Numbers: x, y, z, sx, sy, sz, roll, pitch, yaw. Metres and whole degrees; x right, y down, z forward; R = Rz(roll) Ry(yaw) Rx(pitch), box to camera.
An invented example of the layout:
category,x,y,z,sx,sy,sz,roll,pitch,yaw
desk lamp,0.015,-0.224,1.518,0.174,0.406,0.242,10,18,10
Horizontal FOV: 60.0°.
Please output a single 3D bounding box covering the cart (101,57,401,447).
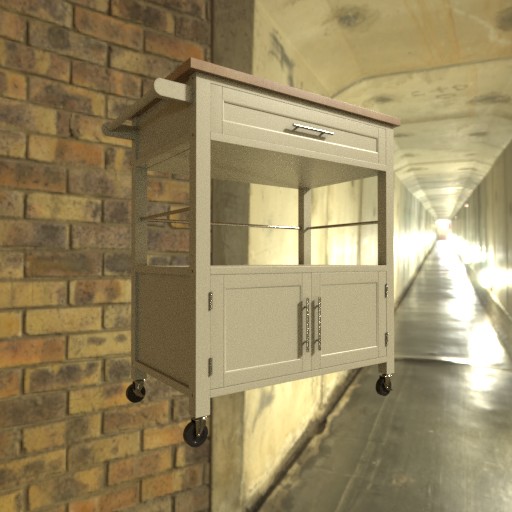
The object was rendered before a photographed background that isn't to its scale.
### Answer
category,x,y,z,sx,sy,sz,roll,pitch,yaw
cart,0.000,0.000,1.390,0.840,0.901,0.459,0,-1,-35
